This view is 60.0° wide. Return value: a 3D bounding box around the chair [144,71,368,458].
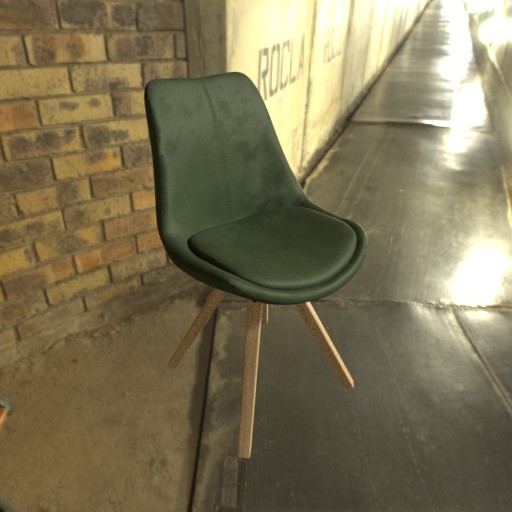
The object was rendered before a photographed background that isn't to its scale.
[{"bbox_3d":[0.000,0.000,1.199,0.483,0.865,0.547,-21,35,-32],"label":"chair"}]
